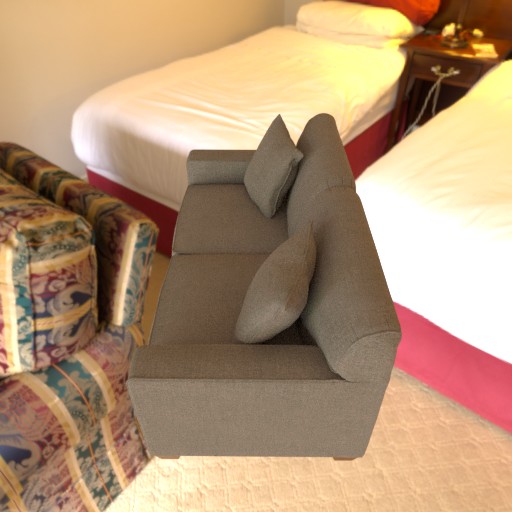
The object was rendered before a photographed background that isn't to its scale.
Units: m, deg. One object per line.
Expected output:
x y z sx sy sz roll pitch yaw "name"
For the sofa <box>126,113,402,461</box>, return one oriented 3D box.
0.000 0.000 2.392 1.000 0.958 1.846 0 40 0 "sofa"
